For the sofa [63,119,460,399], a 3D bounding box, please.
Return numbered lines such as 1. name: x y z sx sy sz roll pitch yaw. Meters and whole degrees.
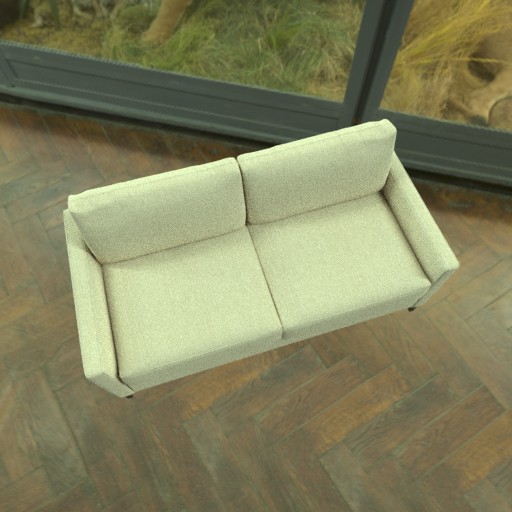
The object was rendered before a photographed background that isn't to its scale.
1. sofa: 0.000 0.000 2.127 1.651 0.812 0.839 -15 64 -8
